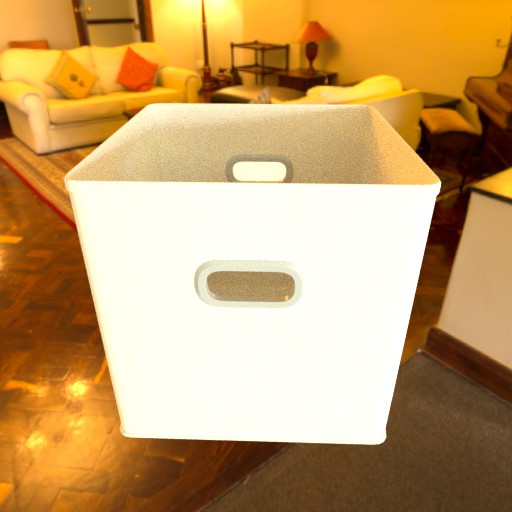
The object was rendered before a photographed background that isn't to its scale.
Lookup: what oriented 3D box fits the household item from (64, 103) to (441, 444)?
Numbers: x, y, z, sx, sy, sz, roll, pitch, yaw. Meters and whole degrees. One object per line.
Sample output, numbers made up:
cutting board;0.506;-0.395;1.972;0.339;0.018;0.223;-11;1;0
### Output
household item;0.000;0.000;0.550;0.305;0.305;0.305;1;30;2
